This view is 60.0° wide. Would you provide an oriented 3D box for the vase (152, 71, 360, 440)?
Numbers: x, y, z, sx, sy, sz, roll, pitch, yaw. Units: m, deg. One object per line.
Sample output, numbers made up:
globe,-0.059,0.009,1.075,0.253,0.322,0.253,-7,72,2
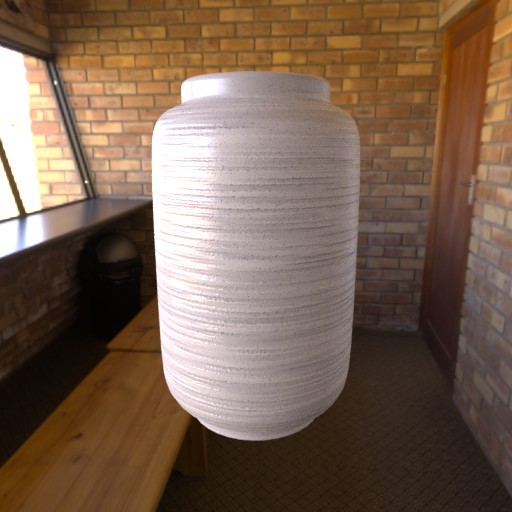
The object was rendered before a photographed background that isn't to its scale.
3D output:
vase,0.000,0.000,0.457,0.202,0.335,0.202,0,14,0
